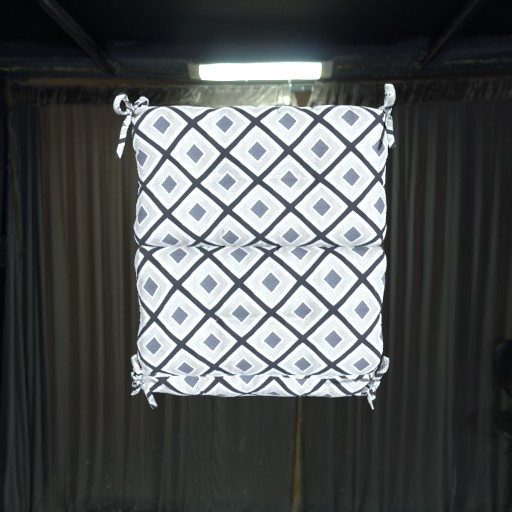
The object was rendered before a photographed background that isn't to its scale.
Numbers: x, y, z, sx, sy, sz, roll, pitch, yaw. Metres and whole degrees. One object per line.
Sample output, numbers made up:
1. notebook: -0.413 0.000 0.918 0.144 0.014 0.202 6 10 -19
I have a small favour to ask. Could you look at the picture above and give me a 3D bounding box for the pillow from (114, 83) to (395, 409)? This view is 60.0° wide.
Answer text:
1. pillow: 0.000 0.000 1.029 0.519 0.605 0.571 0 1 0
